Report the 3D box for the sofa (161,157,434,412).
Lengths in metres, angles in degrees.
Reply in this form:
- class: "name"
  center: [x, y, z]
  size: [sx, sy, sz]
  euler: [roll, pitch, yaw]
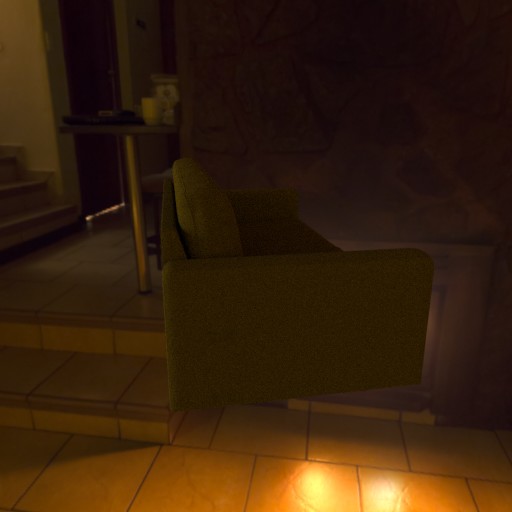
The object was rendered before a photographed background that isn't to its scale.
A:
- class: "sofa"
  center: [0.000, 0.000, 2.234]
  size: [0.889, 0.897, 1.730]
  euler: [-3, 17, -10]
